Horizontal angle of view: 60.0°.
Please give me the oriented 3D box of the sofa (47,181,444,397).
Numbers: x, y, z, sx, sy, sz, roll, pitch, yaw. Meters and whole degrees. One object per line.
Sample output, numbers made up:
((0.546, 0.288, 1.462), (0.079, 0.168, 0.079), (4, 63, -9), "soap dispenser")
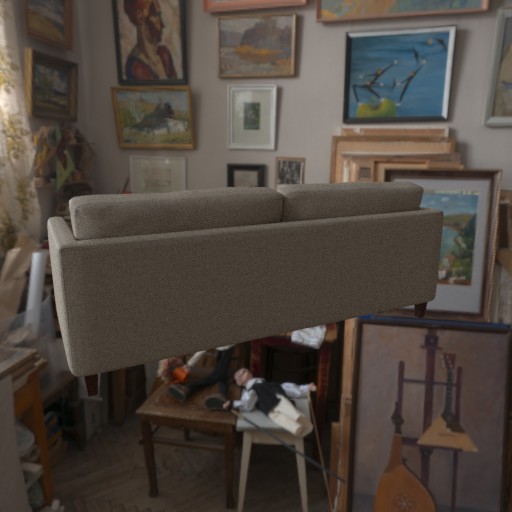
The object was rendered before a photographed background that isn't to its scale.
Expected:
((0.000, 0.000, 2.925), (2.434, 0.965, 0.951), (-7, 16, -26), "sofa")
